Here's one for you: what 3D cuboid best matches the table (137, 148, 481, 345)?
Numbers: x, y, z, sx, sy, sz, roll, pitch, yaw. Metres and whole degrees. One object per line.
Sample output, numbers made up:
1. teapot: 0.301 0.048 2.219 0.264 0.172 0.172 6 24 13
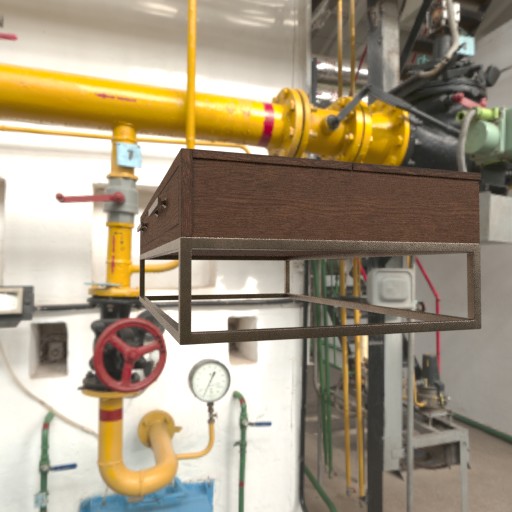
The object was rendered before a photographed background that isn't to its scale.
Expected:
1. table: 0.000 0.000 1.468 0.719 0.361 1.167 1 -2 -18
